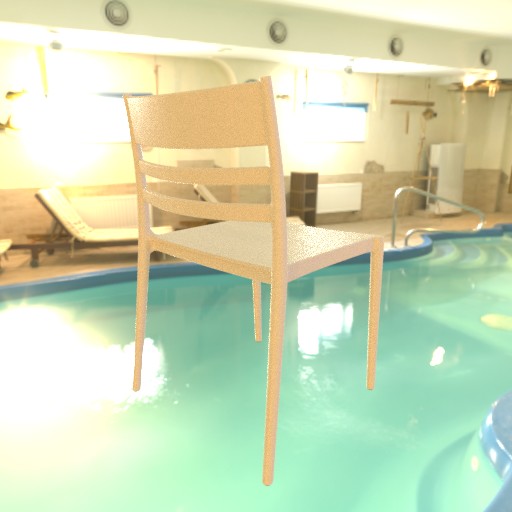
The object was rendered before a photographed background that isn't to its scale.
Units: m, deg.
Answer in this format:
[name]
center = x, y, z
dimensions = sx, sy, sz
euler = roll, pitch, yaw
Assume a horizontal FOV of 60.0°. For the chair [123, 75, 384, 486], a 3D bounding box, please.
[chair]
center = 0.000, 0.000, 1.154
dimensions = 0.531, 0.800, 0.511
euler = 14, 20, 42
